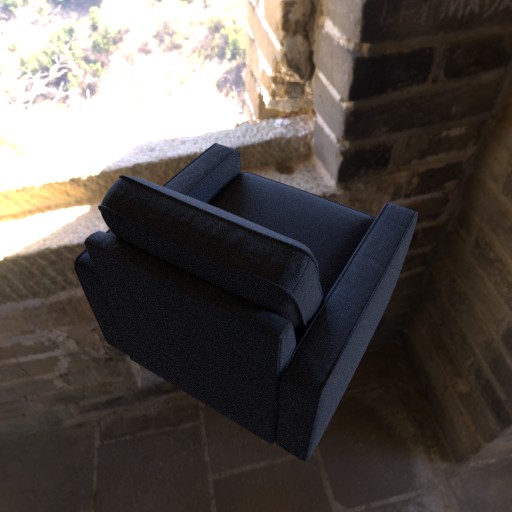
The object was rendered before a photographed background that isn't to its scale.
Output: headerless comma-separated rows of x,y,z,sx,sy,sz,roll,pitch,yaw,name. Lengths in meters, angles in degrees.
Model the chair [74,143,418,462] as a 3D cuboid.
0.000,0.000,1.762,1.017,0.919,0.940,24,51,21,chair
